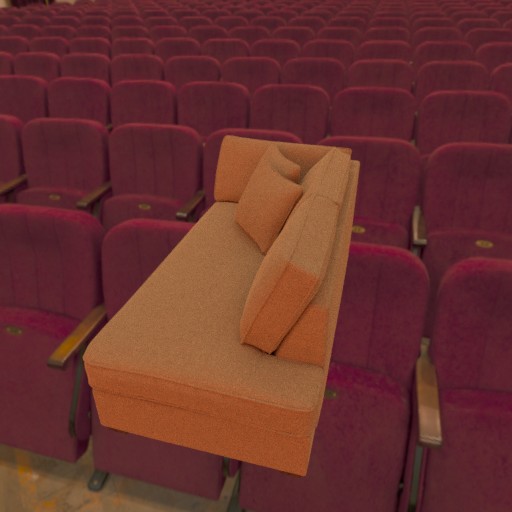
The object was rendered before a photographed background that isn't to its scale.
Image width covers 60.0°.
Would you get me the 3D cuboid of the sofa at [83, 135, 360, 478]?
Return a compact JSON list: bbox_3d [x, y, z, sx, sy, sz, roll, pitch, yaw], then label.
[{"bbox_3d":[0.000,0.000,2.798,1.110,1.033,2.237,8,32,13],"label":"sofa"}]
